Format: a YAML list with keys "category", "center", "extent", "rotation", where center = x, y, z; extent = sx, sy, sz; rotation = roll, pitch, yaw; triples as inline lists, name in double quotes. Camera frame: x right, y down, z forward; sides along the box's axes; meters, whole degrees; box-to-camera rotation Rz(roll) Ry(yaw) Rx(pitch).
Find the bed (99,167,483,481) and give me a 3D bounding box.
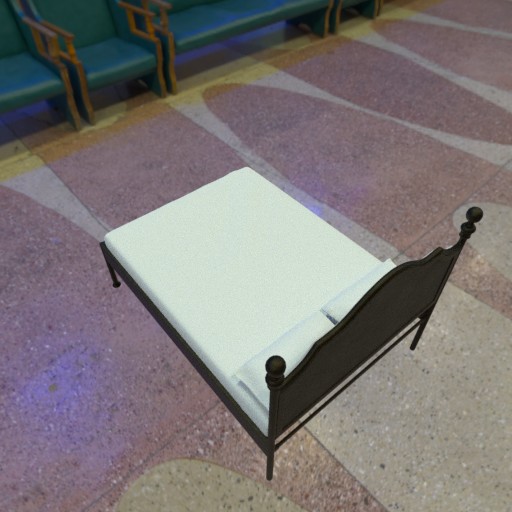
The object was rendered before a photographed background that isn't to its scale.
- category: "bed"
  center: [0.000, 0.000, 3.318]
  extent: [1.642, 1.499, 2.224]
  rotation: [-31, 54, -26]
